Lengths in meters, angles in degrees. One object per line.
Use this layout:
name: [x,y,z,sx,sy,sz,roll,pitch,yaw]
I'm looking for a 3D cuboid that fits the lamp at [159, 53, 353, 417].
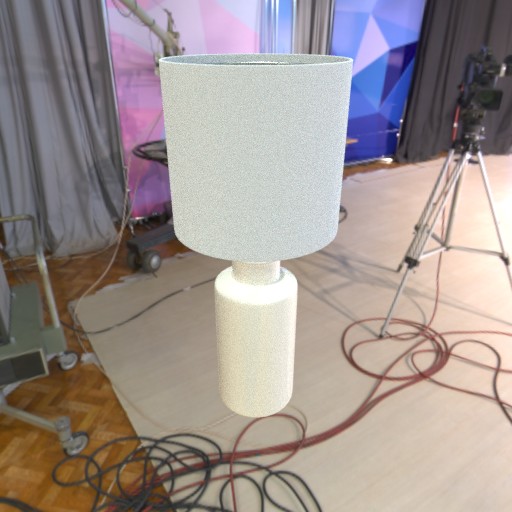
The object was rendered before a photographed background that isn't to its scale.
lamp: [0.000,0.000,0.604,0.212,0.493,0.212,8,28,15]
